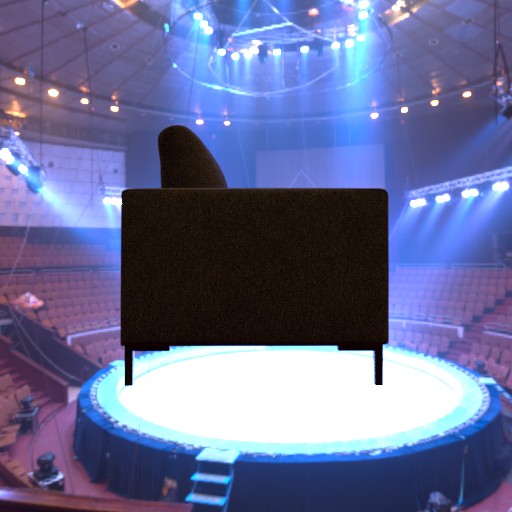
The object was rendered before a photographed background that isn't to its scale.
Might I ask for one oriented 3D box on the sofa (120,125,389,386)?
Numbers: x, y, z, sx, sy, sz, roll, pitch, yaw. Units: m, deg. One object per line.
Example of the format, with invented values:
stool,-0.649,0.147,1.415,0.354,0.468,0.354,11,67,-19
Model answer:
sofa,0.000,0.000,2.228,0.866,0.862,1.716,0,-1,0
